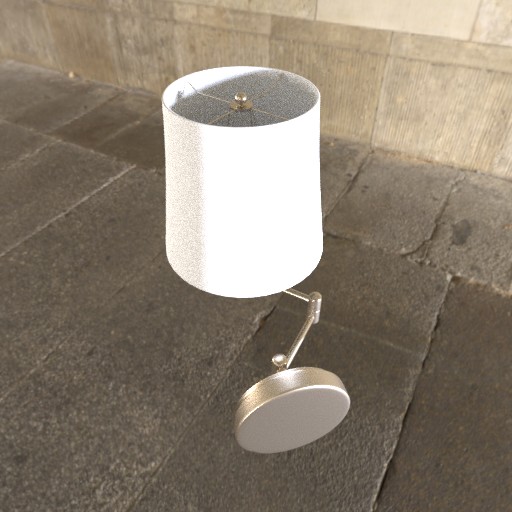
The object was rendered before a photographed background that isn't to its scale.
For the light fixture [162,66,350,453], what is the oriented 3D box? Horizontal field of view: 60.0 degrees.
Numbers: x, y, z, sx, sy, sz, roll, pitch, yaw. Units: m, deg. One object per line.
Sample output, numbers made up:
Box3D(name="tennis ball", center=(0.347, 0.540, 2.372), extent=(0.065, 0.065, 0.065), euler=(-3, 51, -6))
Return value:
Box3D(name="light fixture", center=(0.000, 0.000, 0.577), extent=(0.223, 0.381, 0.348), euler=(-10, 43, -12))
